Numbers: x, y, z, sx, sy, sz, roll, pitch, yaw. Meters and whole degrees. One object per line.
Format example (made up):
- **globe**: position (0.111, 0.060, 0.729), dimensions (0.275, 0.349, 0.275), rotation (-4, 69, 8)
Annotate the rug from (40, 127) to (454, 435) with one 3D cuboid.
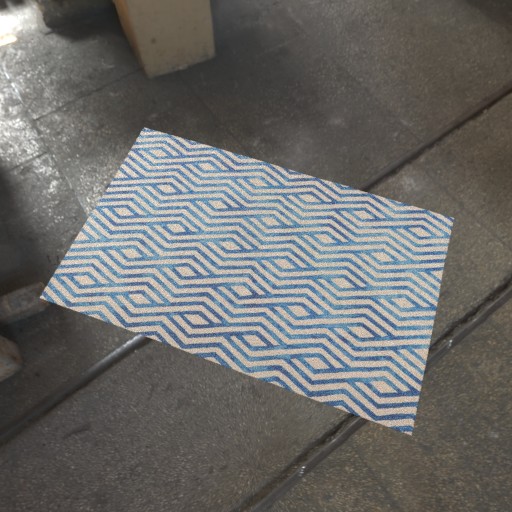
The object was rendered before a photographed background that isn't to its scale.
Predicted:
- **rug**: position (0.000, 0.000, 3.015), dimensions (2.439, 0.008, 1.531), rotation (18, 66, 9)
